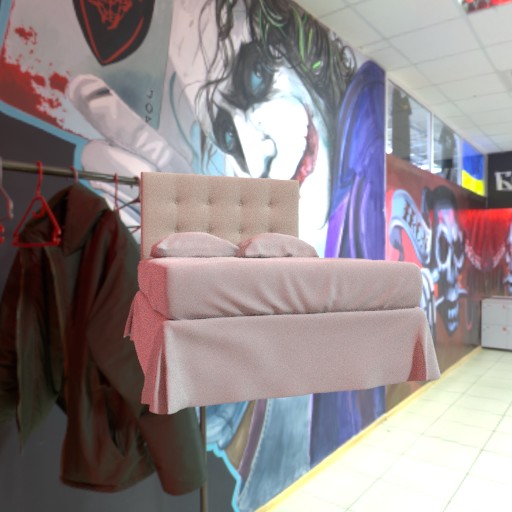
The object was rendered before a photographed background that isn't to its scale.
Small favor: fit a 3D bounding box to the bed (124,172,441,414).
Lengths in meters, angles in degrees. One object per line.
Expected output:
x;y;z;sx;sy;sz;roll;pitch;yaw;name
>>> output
0.000;0.000;3.513;1.936;1.577;2.222;0;1;-19;bed
